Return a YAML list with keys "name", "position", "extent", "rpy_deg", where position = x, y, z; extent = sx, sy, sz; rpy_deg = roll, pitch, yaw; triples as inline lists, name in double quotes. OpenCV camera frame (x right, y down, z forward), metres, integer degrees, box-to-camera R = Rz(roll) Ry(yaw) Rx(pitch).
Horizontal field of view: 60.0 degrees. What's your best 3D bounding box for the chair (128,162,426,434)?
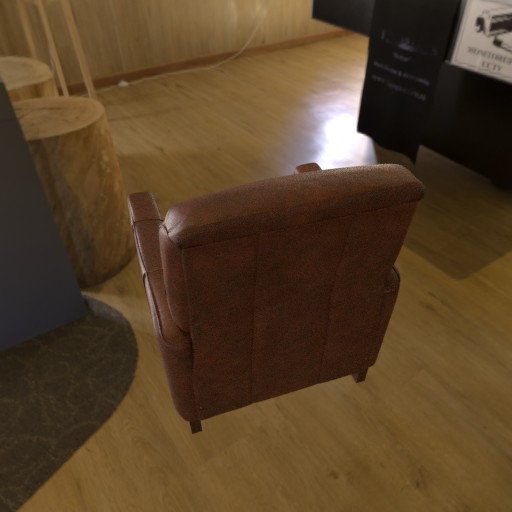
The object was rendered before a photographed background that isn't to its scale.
- name: "chair"
  position: [0.000, 0.000, 1.668]
  extent: [0.843, 1.043, 0.836]
  rpy_deg: [-12, 43, -14]
